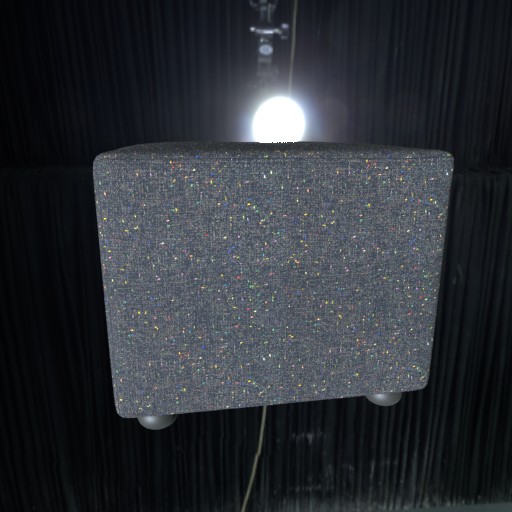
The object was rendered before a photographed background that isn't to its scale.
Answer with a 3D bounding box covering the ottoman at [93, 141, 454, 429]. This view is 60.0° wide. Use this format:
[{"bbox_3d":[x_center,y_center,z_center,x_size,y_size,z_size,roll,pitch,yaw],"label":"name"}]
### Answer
[{"bbox_3d":[0.000,0.000,0.866,0.508,0.432,0.508,-2,15,-9],"label":"ottoman"}]
